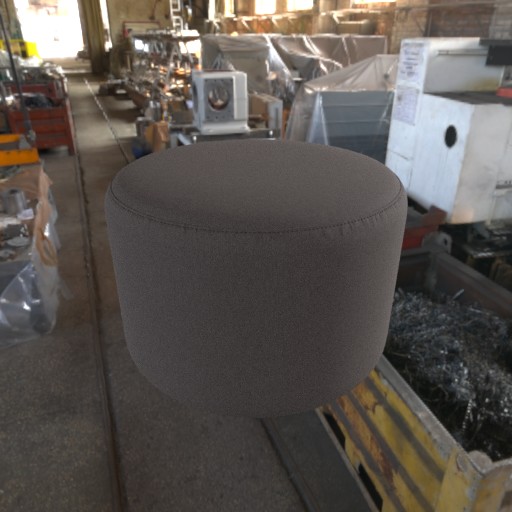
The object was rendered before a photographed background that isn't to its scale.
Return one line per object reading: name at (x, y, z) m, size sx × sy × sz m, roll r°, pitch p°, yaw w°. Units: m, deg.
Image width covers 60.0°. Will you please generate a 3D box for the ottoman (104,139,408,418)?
ottoman at (0.000, 0.000, 0.994) m, size 0.608 × 0.433 × 0.608 m, roll 0°, pitch 27°, yaw 0°
